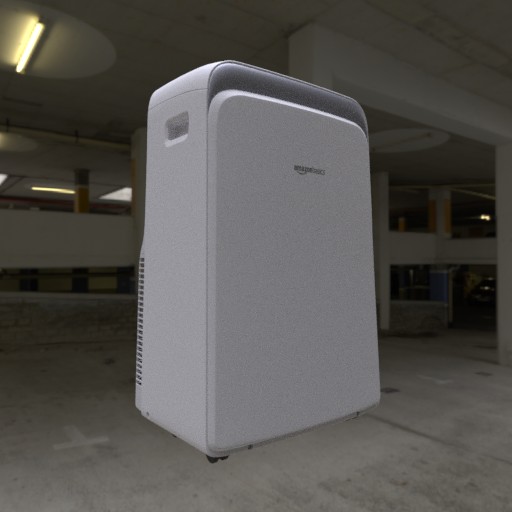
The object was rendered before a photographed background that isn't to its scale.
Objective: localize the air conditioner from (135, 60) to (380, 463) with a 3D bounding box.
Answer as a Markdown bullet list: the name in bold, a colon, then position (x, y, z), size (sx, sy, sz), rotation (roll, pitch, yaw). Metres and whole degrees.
- **air conditioner**: position (0.000, 0.000, 0.944), size (0.454, 0.700, 0.365), rotation (0, -1, -37)
